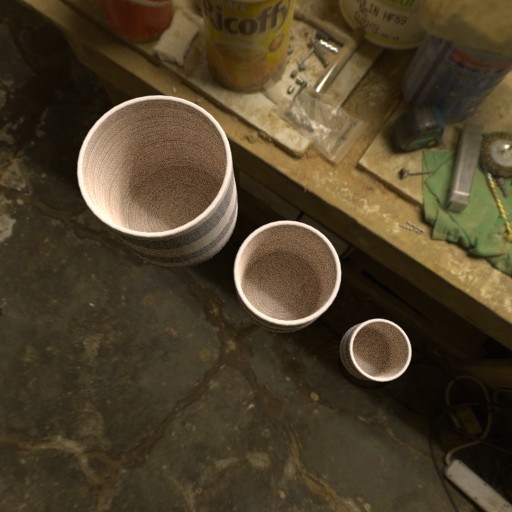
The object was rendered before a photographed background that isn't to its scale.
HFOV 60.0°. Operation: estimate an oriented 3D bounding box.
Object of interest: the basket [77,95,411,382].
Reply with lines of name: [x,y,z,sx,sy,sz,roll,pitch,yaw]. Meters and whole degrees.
basket: [0.000,0.000,1.116,0.917,0.356,0.351,36,79,8]
